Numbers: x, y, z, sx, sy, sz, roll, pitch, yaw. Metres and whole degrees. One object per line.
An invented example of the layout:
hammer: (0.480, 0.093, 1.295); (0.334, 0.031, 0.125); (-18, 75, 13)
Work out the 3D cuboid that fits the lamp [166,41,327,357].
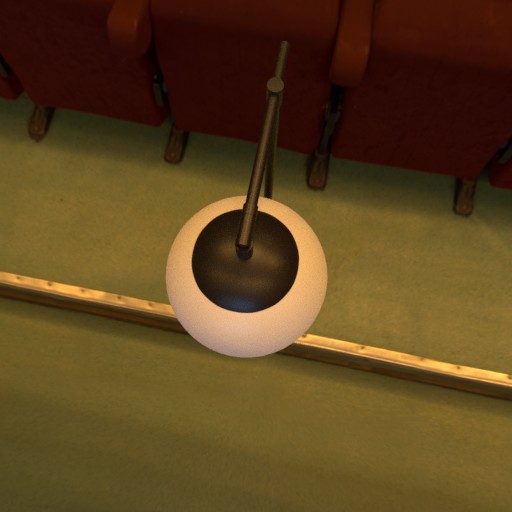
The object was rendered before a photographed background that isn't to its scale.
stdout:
lamp: (0.000, 0.000, 0.680); (0.197, 0.559, 0.316); (11, 75, 3)
